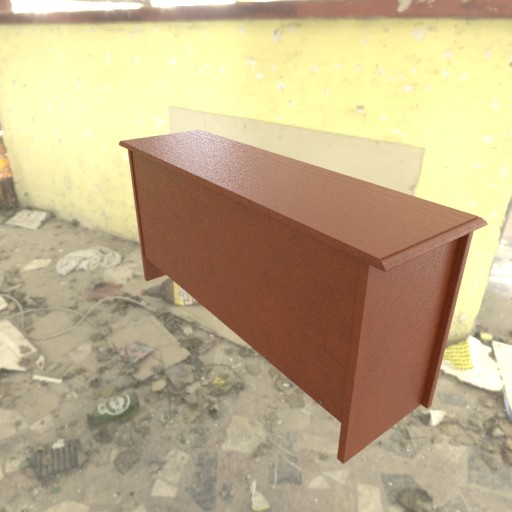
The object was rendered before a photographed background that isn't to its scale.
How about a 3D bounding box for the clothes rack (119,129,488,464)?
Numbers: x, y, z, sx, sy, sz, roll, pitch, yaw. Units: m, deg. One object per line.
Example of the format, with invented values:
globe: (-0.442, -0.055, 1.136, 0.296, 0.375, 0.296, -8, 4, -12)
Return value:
clothes rack: (0.000, 0.000, 1.473, 0.362, 0.594, 1.251, -19, 33, -33)
